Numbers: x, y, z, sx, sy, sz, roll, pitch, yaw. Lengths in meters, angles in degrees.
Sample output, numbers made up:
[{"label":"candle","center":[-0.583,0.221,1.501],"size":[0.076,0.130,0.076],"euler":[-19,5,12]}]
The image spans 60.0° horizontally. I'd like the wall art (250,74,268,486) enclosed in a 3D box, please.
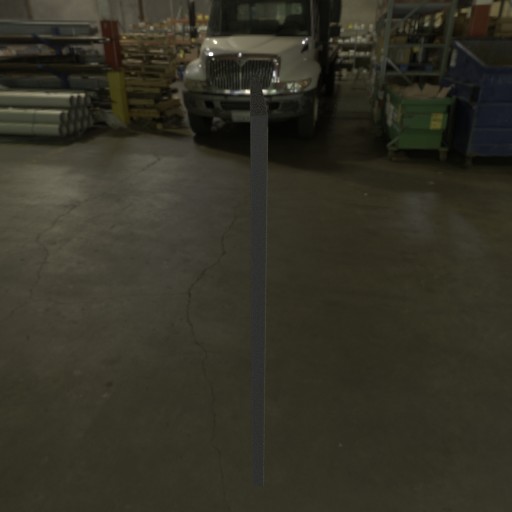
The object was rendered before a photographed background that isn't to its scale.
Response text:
[{"label":"wall art","center":[0.000,0.000,1.214],"size":[0.028,0.863,0.755],"euler":[0,27,-1]}]
